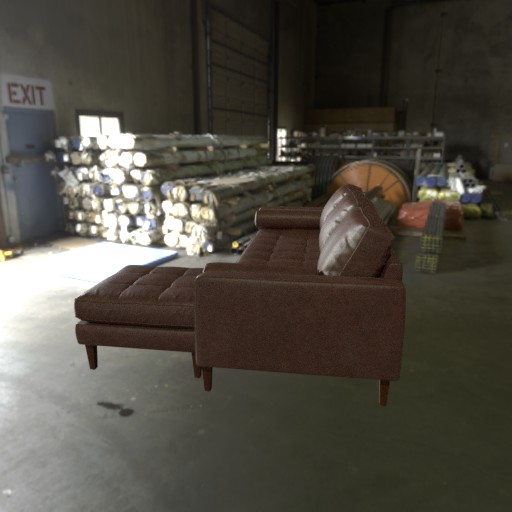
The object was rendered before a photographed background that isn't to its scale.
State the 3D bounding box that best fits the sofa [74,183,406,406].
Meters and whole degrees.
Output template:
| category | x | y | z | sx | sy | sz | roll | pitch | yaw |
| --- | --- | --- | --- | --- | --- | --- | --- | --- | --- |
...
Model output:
| category | x | y | z | sx | sy | sz | roll | pitch | yaw |
| --- | --- | --- | --- | --- | --- | --- | --- | --- | --- |
| sofa | 0.000 | 0.000 | 3.036 | 1.613 | 0.841 | 2.185 | 2 | 15 | 8 |
